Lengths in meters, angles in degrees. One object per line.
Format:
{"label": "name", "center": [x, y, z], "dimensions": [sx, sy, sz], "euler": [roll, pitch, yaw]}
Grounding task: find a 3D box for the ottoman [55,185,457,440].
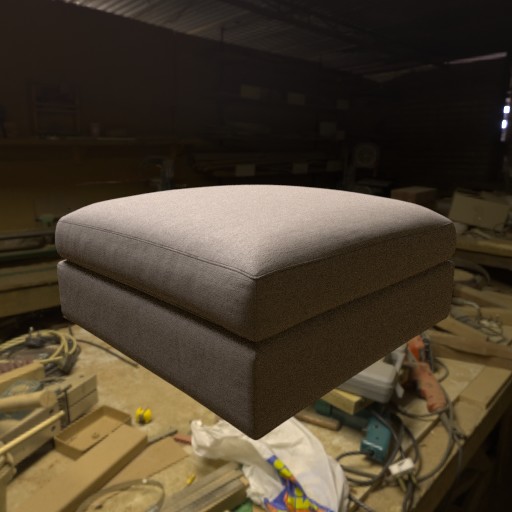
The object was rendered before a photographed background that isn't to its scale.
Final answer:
{"label": "ottoman", "center": [0.000, 0.000, 1.584], "dimensions": [1.041, 0.470, 1.041], "euler": [-14, 19, -43]}
